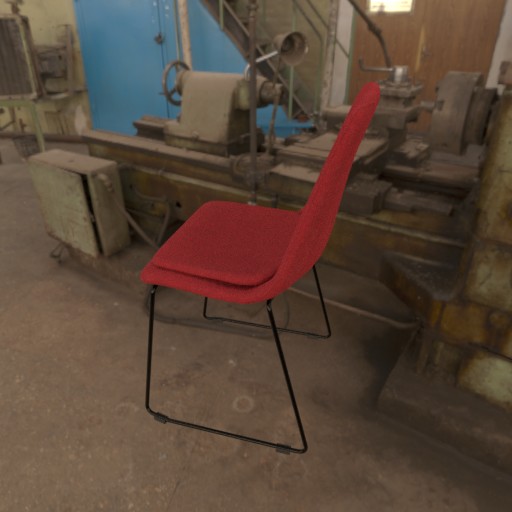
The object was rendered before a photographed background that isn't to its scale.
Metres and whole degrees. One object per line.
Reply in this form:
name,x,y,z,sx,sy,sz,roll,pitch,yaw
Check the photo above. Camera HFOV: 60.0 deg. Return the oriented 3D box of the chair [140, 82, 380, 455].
chair,0.000,0.000,1.155,0.518,0.858,0.479,8,31,14
